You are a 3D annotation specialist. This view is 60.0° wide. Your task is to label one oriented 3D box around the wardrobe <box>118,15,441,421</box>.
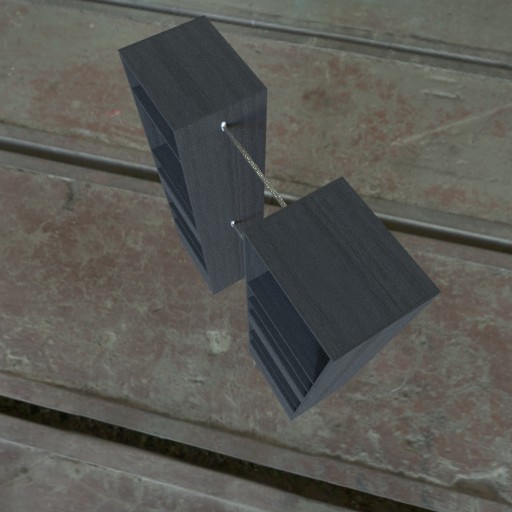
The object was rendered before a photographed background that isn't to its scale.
[{"bbox_3d":[0.000,0.000,2.774,0.480,2.000,1.770,-29,68,-13],"label":"wardrobe"}]
